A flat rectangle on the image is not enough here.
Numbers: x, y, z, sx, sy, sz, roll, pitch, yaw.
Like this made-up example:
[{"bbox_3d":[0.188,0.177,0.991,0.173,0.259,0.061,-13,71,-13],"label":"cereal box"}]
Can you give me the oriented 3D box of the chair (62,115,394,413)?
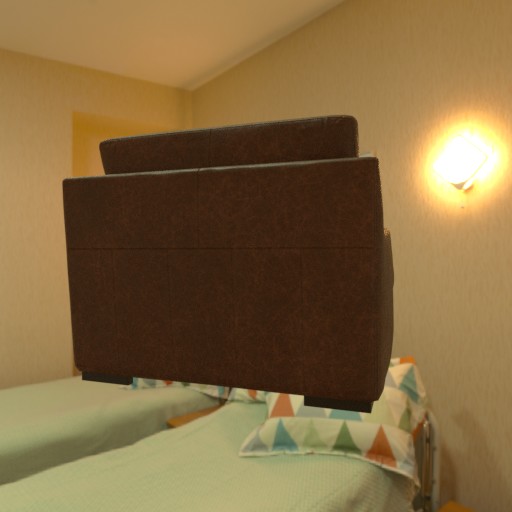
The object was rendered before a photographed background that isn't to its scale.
[{"bbox_3d":[0.000,0.000,1.954,1.168,0.939,1.143,0,0,19],"label":"chair"}]
